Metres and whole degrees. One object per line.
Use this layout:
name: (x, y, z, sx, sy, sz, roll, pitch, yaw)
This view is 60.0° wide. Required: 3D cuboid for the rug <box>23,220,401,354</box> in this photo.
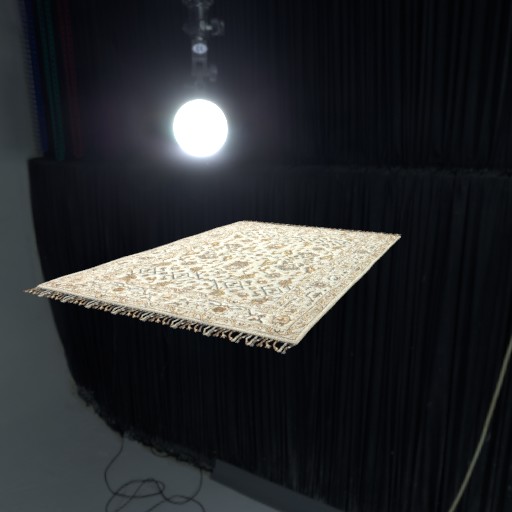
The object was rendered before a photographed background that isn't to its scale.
rug: (0.000, 0.000, 3.030, 1.529, 0.027, 2.434, 7, 16, 26)
